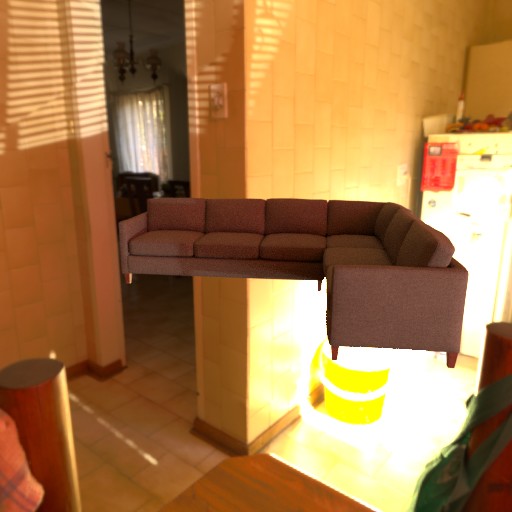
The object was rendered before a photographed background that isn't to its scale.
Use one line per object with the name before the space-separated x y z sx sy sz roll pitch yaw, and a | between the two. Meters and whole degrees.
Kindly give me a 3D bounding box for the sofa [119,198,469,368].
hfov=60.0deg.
sofa | 0.000 0.000 4.471 3.302 0.947 2.593 2 14 8
